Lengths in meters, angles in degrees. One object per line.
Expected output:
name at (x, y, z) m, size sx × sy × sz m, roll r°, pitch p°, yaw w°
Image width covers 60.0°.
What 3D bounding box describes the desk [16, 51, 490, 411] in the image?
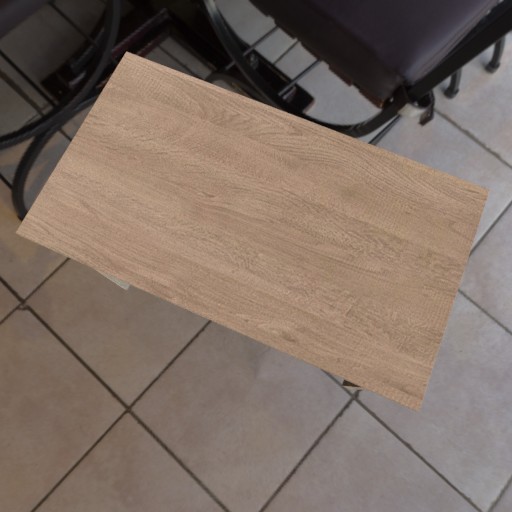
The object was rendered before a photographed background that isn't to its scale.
desk at (0.000, 0.000, 1.299) m, size 0.893 × 0.724 × 0.498 m, roll 23°, pitch 76°, yaw 6°
